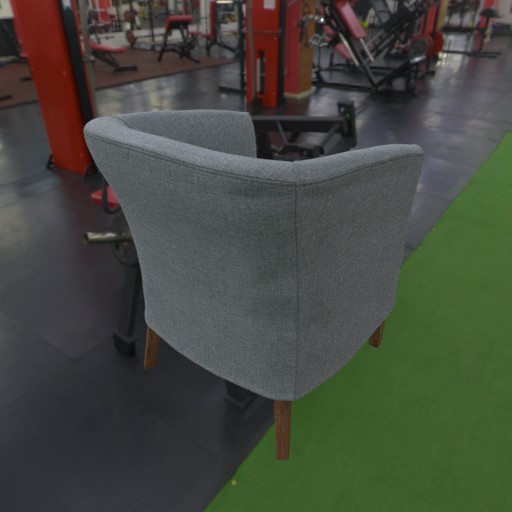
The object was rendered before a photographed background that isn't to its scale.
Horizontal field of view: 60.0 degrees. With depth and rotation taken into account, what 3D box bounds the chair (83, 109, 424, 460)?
[{"bbox_3d":[0.000,0.000,1.185,0.600,0.771,0.668,22,38,32],"label":"chair"}]
